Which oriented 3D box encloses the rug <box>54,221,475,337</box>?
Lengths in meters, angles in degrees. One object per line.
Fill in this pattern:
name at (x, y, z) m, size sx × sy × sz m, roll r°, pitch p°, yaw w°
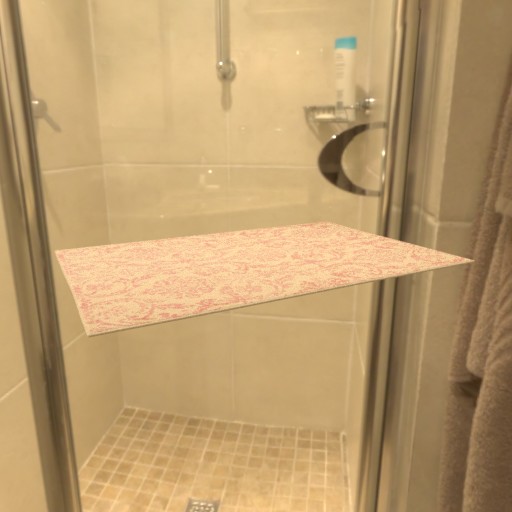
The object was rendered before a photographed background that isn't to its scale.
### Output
rug at (0.000, 0.000, 3.457) m, size 2.746 × 0.018 × 1.819 m, roll -8°, pitch 17°, yaw -27°
